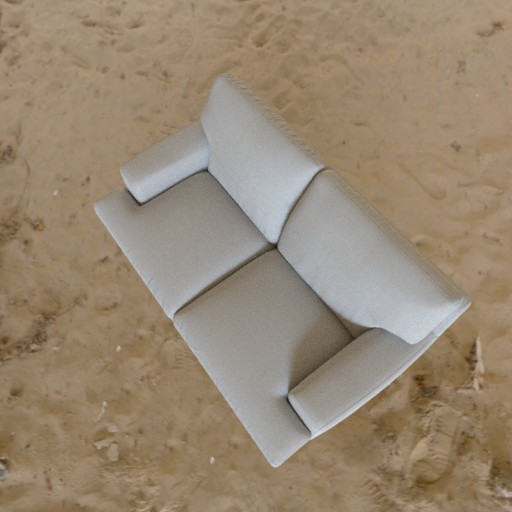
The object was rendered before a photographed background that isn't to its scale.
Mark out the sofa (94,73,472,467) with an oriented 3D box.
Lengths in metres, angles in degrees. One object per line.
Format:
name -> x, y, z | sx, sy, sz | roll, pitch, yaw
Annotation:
sofa -> 0.000, 0.000, 2.451 | 1.143, 0.940, 1.880 | -34, 67, -16
